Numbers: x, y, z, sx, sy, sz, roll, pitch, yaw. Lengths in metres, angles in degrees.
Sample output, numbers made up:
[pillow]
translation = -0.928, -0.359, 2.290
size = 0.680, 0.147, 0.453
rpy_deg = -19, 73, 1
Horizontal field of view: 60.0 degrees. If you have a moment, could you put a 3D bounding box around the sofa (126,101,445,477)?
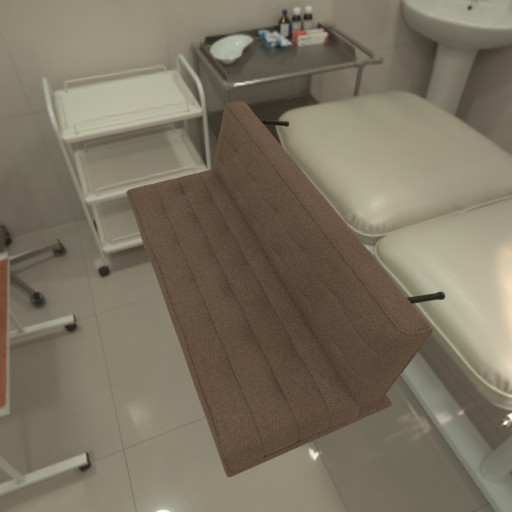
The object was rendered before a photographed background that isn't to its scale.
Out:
[sofa]
translation = 0.000, 0.000, 2.328
size = 1.038, 0.810, 1.820
rpy_deg = -17, 49, -15
